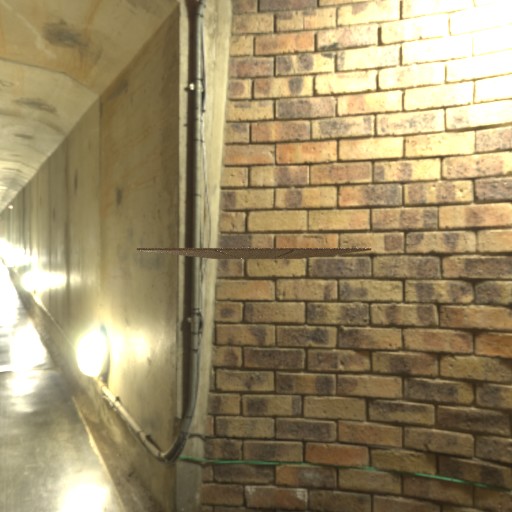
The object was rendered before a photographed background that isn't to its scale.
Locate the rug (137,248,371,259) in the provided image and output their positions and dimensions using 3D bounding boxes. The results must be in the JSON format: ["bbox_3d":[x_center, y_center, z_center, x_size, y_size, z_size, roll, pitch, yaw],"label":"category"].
[{"bbox_3d":[0.000,0.000,2.657,0.762,0.008,2.439,0,-1,0],"label":"rug"}]
